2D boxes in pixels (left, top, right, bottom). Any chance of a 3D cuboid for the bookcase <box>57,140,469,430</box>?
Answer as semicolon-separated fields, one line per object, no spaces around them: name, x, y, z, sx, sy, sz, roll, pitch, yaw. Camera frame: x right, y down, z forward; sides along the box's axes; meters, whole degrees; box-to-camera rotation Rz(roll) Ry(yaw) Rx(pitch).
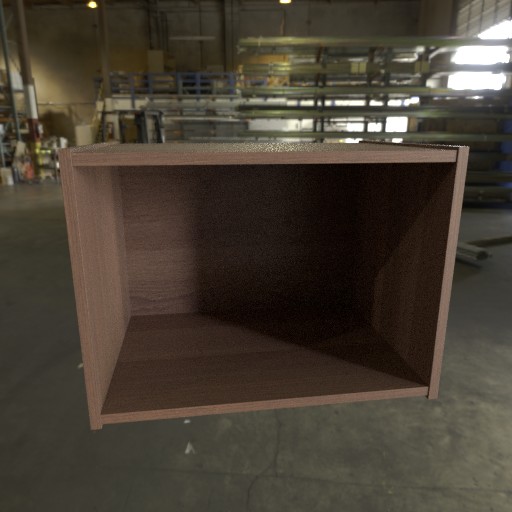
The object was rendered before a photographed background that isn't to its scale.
bookcase;0.000;0.000;0.620;0.415;0.305;0.290;-2;16;-8
